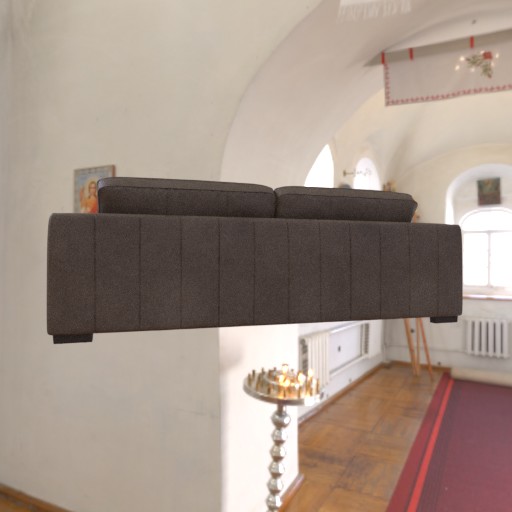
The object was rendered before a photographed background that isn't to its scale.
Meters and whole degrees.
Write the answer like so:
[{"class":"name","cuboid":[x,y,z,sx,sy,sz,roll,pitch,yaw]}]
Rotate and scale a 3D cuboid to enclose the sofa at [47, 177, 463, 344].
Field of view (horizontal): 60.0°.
[{"class":"sofa","cuboid":[0.000,0.000,2.777,2.262,0.801,1.070,0,0,-18]}]
